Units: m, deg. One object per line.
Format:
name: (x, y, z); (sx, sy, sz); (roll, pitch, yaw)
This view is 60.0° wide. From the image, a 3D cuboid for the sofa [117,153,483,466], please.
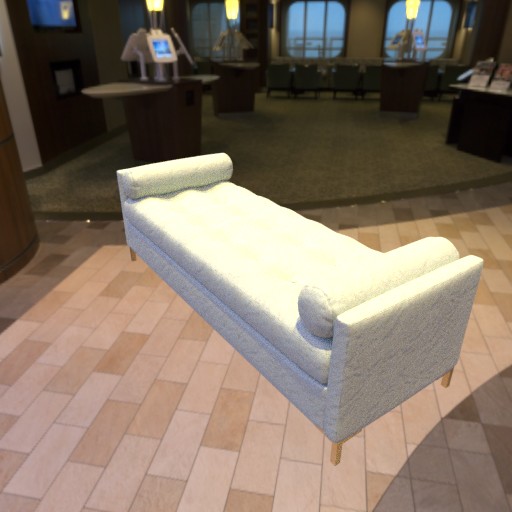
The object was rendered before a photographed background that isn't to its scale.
sofa: (0.000, 0.000, 2.449); (0.796, 0.705, 2.102); (-18, 32, -31)
